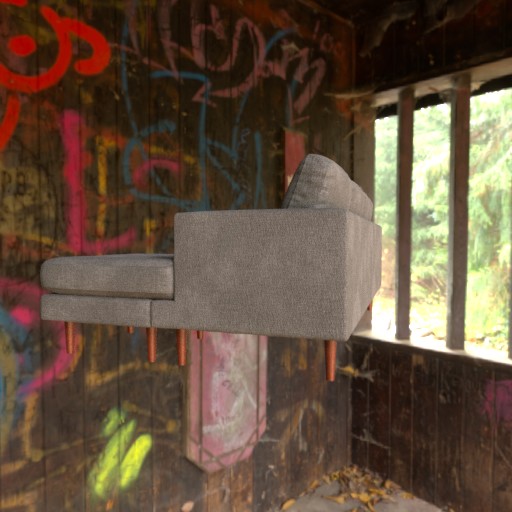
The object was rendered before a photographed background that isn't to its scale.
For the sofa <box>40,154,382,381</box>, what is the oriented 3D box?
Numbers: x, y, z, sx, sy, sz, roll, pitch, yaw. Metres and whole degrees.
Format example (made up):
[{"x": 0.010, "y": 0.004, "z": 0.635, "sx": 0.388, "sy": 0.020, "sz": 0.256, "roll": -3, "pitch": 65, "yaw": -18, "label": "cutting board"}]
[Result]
[{"x": 0.000, "y": 0.000, "z": 2.973, "sx": 1.504, "sy": 0.956, "sz": 2.233, "roll": 1, "pitch": 2, "yaw": 19, "label": "sofa"}]
